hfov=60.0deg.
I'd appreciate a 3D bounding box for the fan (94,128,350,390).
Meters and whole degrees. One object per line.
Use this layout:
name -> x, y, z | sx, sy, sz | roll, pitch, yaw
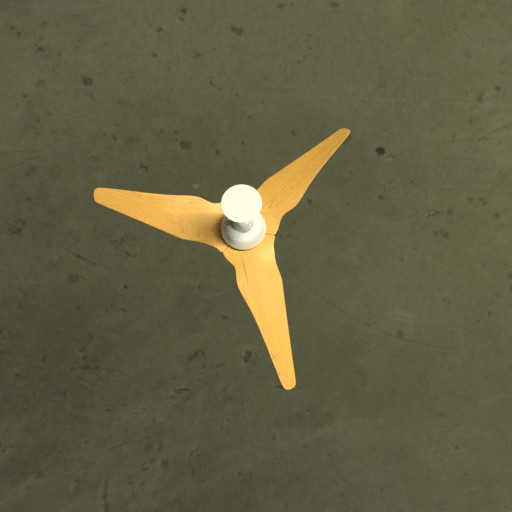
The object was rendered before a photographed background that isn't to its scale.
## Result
fan -> 0.000, 0.000, 1.691 | 1.142, 0.355, 1.010 | -17, 75, -5
